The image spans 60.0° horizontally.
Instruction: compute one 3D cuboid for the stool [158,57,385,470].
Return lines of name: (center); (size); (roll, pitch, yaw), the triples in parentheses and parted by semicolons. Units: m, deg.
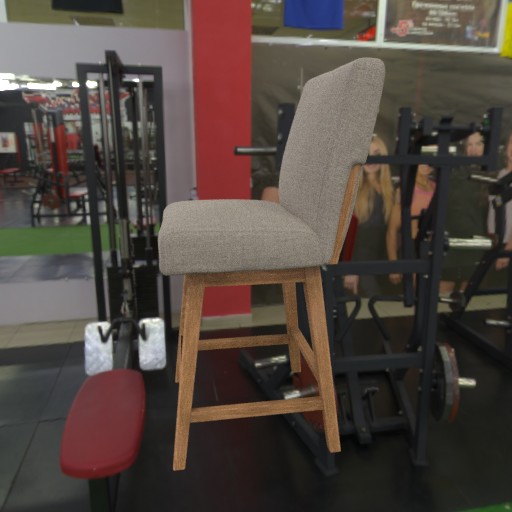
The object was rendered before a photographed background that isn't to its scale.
stool: (0.000, 0.000, 1.272); (0.526, 1.010, 0.459); (-2, 16, -9)
